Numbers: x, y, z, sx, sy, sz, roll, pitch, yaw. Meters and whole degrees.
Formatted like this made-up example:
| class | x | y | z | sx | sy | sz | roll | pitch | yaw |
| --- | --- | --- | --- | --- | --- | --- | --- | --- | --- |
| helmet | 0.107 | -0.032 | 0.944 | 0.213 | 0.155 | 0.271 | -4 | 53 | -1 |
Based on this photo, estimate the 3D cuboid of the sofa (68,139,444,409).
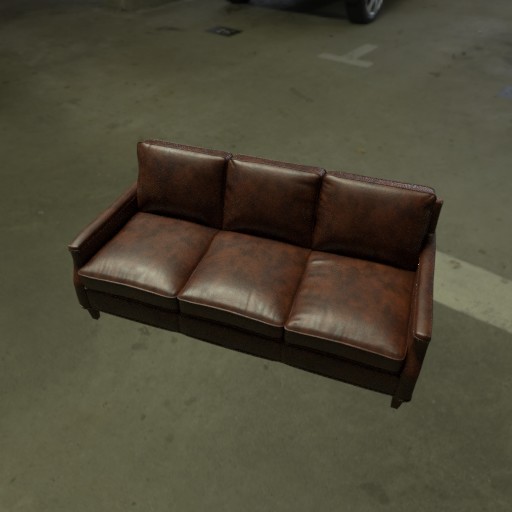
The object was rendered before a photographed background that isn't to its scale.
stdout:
| class | x | y | z | sx | sy | sz | roll | pitch | yaw |
| --- | --- | --- | --- | --- | --- | --- | --- | --- | --- |
| sofa | 0.000 | 0.000 | 2.938 | 2.240 | 1.003 | 1.084 | 13 | 43 | 15 |
